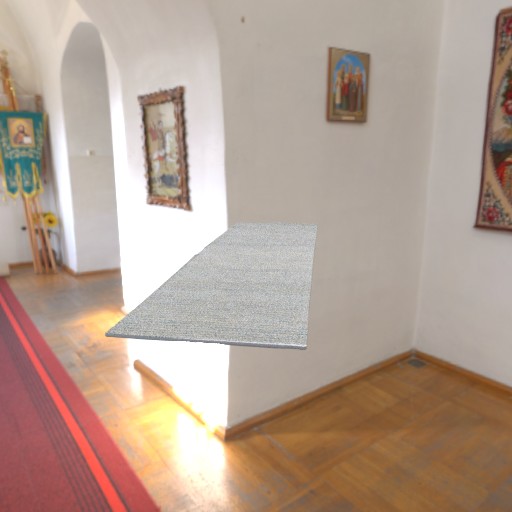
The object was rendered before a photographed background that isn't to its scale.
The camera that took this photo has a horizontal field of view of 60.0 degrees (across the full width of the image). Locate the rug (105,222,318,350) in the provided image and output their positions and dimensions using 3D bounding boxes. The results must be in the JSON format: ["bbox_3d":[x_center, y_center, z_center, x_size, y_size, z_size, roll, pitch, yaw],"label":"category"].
[{"bbox_3d":[0.000,0.000,2.553,0.675,0.037,2.341,2,14,8],"label":"rug"}]
